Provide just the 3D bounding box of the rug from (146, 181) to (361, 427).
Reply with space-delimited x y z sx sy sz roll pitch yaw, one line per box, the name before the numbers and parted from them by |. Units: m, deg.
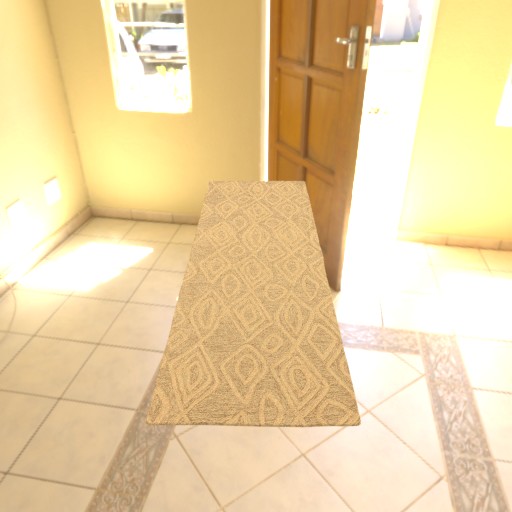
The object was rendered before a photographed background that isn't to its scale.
rug | 0.000 0.000 2.673 0.807 0.013 2.436 0 31 0
